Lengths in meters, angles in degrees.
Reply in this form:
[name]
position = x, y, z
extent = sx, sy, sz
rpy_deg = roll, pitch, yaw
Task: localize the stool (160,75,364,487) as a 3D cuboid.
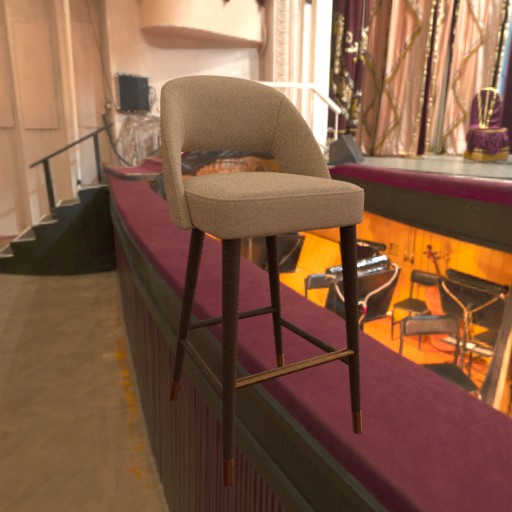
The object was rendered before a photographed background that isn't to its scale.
[stool]
position = 0.000, 0.000, 1.297
extent = 0.494, 1.037, 0.509
rpy_deg = -8, 17, -28
